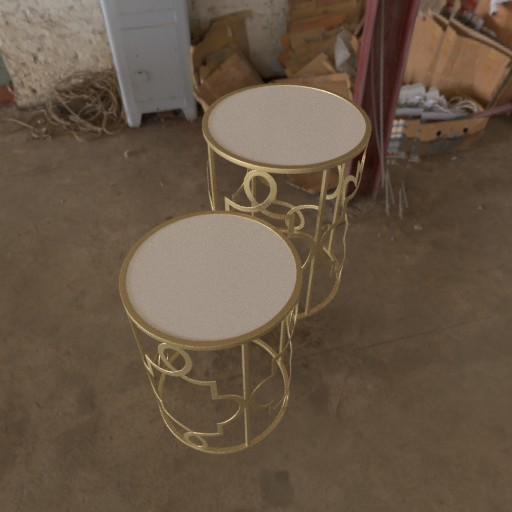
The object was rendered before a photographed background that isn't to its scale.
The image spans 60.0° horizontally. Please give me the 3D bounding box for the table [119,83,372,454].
[{"bbox_3d":[0.000,0.000,1.173,0.420,0.564,0.846,15,48,14],"label":"table"}]
